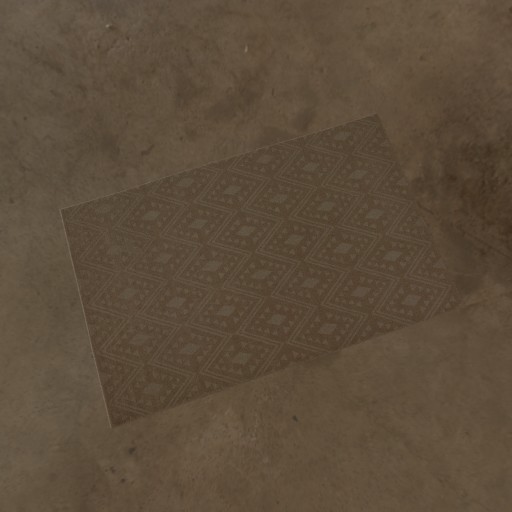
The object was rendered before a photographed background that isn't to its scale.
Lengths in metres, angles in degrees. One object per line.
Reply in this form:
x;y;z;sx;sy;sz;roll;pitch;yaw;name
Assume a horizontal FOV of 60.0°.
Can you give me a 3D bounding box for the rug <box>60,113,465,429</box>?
0.000;0.000;3.058;2.430;0.053;1.553;-18;76;-5;rug
